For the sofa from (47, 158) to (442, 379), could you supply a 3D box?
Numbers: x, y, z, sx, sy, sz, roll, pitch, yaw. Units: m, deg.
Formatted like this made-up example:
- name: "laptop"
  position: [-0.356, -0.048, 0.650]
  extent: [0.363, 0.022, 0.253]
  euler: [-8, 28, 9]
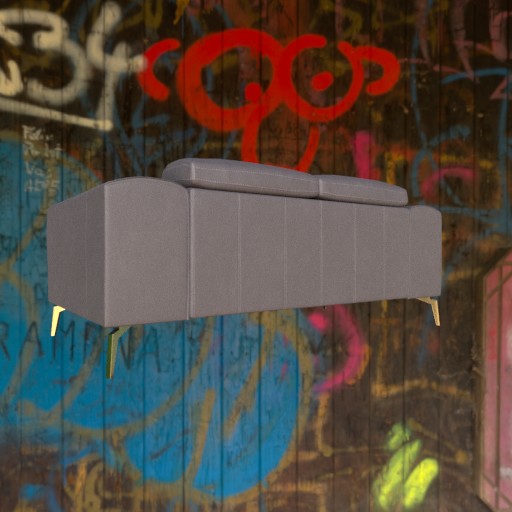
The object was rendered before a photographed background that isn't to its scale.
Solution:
- name: "sofa"
  position: [0.000, 0.000, 2.346]
  extent: [1.895, 0.779, 1.003]
  euler: [0, 0, -35]
